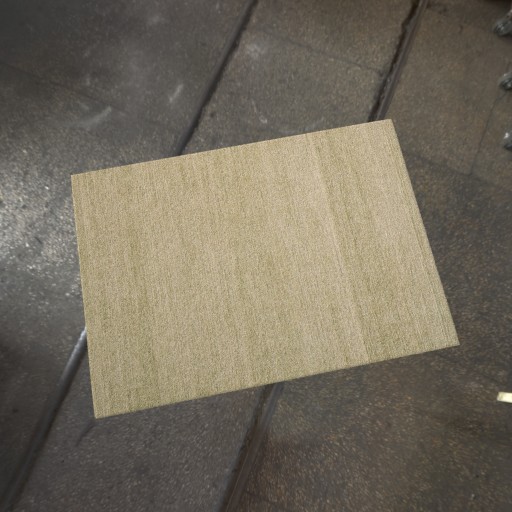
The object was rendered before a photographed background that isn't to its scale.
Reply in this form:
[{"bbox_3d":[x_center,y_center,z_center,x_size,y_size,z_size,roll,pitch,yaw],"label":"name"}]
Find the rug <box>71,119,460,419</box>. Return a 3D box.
[{"bbox_3d":[0.000,0.000,5.016,3.935,0.025,2.782,-11,76,-3],"label":"rug"}]
